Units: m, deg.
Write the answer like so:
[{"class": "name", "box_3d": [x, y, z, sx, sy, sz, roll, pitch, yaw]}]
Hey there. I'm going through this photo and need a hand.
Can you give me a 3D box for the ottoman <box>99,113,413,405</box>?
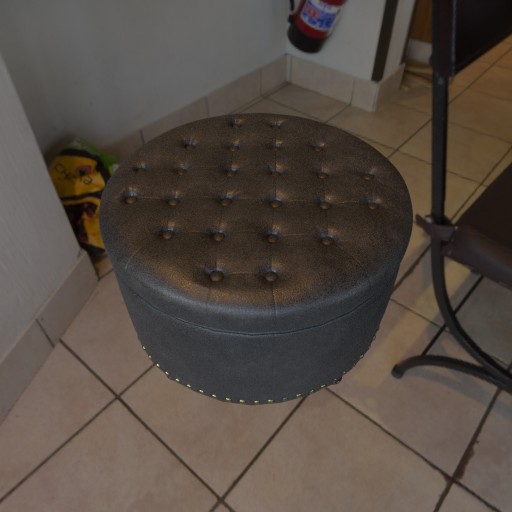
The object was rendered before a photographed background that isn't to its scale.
[{"class": "ottoman", "box_3d": [0.000, 0.000, 1.054, 0.637, 0.442, 0.637, 0, 46, 0]}]
